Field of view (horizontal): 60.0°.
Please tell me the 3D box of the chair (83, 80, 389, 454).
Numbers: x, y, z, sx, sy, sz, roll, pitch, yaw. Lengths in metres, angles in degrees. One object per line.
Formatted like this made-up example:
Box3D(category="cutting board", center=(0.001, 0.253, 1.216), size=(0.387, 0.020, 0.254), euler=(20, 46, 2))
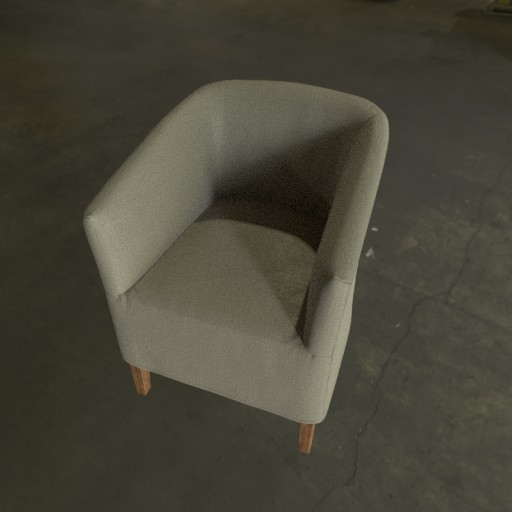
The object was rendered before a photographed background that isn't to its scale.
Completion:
Box3D(category="chair", center=(0.000, 0.000, 1.273), size=(0.600, 0.771, 0.668), euler=(14, 43, 15))
